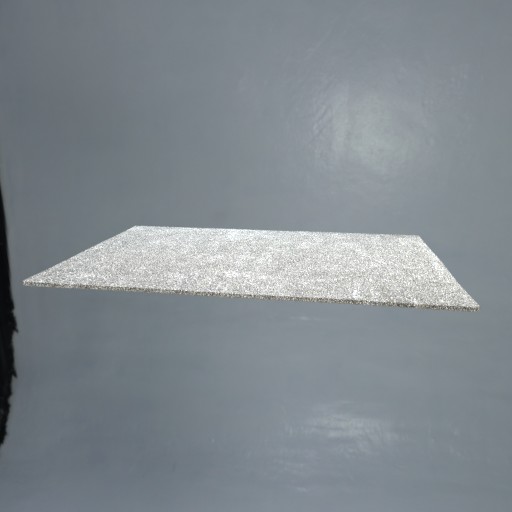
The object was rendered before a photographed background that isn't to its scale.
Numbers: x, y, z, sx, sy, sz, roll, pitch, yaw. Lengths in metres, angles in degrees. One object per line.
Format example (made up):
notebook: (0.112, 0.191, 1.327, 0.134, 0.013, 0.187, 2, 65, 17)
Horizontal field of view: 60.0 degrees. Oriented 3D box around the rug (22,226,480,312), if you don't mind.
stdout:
rug: (0.000, 0.000, 2.942, 2.350, 0.025, 1.502, 2, 16, 9)
